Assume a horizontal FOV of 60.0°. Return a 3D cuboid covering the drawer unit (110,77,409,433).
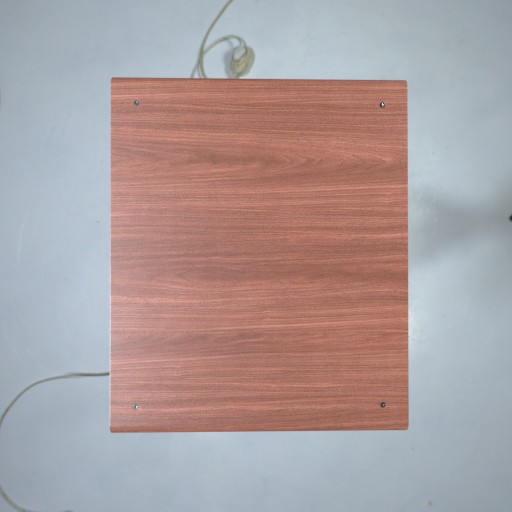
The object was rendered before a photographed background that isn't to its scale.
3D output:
[{"bbox_3d":[0.000,0.000,0.607,0.290,0.351,0.349,0,90,-1],"label":"drawer unit"}]
